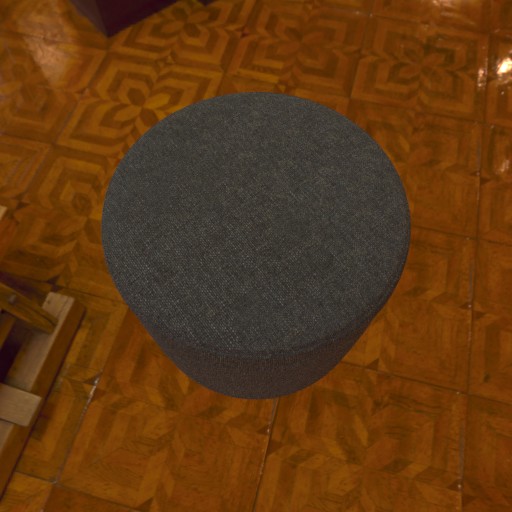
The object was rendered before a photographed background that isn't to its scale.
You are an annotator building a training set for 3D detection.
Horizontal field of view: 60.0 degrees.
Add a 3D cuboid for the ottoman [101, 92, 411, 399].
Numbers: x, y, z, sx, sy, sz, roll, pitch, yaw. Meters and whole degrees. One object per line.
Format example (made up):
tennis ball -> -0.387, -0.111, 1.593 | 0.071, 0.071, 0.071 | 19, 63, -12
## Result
ottoman -> 0.000, 0.000, 0.910 | 0.520, 0.430, 0.520 | 0, 64, 0
